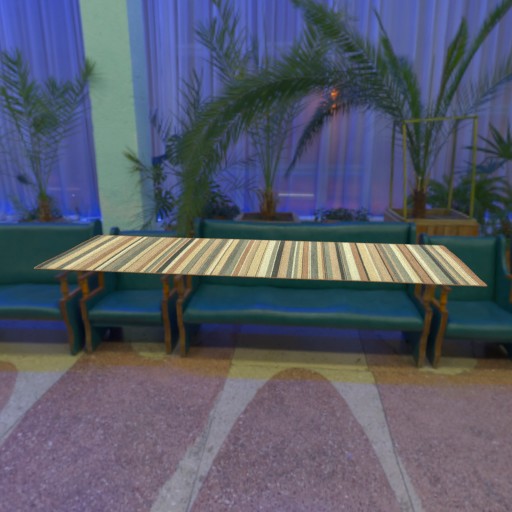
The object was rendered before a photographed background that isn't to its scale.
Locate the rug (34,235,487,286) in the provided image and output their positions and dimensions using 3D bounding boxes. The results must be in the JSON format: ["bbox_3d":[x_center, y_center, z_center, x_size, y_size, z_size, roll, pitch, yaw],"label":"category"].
[{"bbox_3d":[0.000,0.000,2.741,2.444,0.010,0.799,2,16,7],"label":"rug"}]
